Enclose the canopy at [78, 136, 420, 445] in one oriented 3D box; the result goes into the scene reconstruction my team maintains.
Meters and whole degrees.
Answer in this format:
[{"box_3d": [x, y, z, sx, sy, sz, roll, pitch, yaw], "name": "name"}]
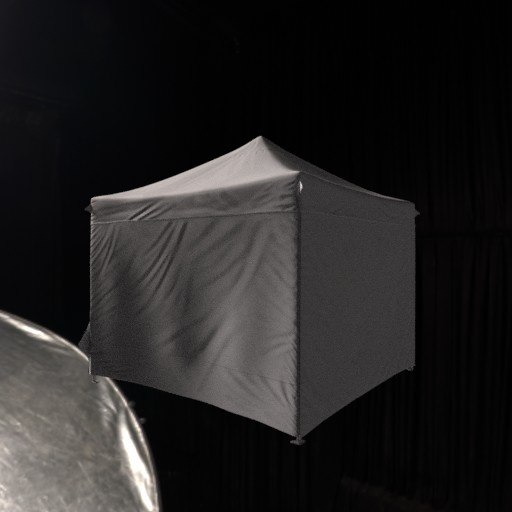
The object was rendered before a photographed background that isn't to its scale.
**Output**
[{"box_3d": [0.000, 0.000, 5.574, 3.121, 2.997, 3.043, 0, 1, 37], "name": "canopy"}]
